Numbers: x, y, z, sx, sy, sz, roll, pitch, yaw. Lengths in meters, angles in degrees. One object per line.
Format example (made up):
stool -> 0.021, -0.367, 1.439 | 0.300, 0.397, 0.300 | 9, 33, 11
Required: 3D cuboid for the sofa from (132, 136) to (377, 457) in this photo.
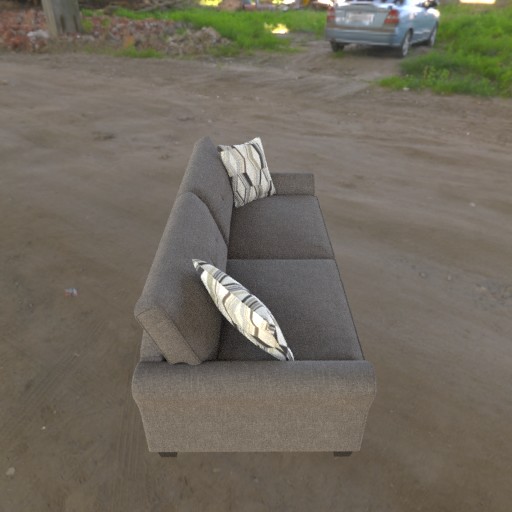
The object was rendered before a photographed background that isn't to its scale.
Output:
sofa -> 0.000, 0.000, 2.455 | 0.889, 0.813, 2.032 | 0, 32, 0
